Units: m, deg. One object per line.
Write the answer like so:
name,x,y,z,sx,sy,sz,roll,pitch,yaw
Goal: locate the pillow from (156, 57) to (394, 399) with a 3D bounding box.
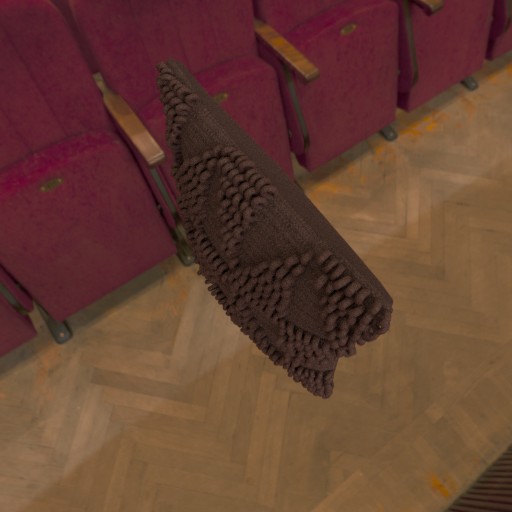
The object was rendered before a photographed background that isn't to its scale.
pillow,0.000,0.000,0.726,0.172,0.467,0.470,-32,67,-15
